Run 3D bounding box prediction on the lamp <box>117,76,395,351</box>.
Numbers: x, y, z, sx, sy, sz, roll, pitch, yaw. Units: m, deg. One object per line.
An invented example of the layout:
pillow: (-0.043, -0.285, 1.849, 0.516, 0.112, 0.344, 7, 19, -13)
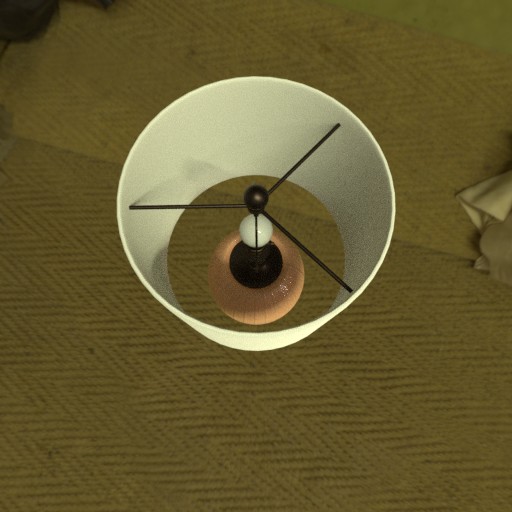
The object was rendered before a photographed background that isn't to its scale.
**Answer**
lamp: (0.000, 0.000, 0.784, 0.329, 0.570, 0.329, 0, 75, 0)
